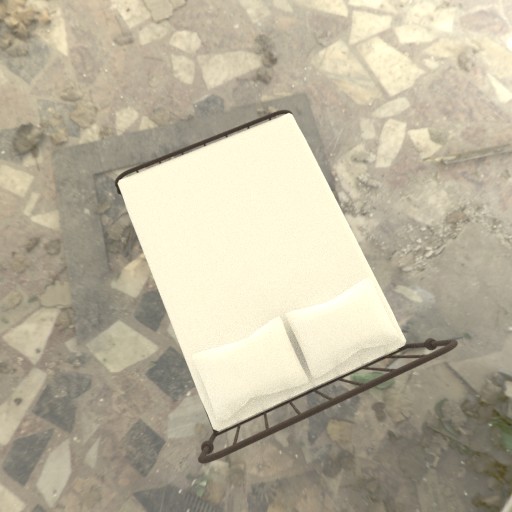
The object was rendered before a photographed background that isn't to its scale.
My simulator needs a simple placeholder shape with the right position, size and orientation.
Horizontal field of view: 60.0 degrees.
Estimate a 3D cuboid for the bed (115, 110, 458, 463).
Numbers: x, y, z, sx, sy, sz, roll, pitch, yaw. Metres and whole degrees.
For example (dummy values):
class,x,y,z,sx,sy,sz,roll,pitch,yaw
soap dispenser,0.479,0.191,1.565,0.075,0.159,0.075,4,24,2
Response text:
class,x,y,z,sx,sy,sz,roll,pitch,yaw
bed,0.000,0.000,3.212,1.616,1.446,2.134,-23,78,-5
